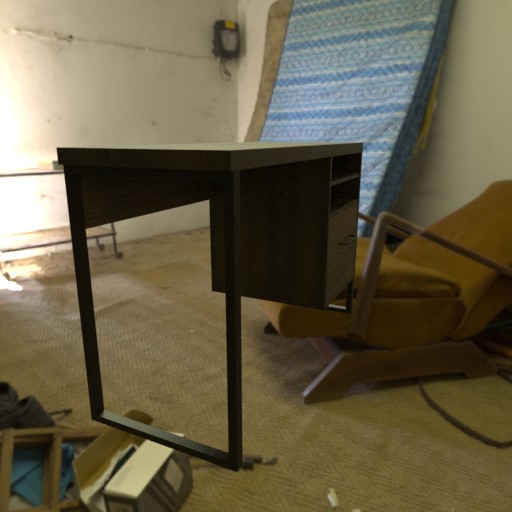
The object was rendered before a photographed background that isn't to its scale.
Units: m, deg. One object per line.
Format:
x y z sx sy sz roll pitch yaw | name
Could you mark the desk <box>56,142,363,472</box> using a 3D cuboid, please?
0.000 0.000 1.538 0.511 0.752 1.134 7 17 25 | desk
